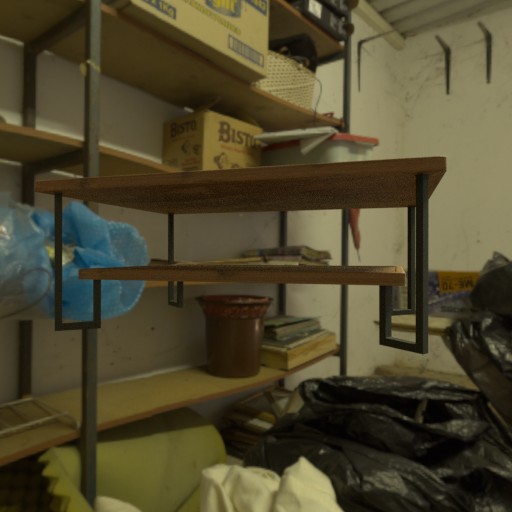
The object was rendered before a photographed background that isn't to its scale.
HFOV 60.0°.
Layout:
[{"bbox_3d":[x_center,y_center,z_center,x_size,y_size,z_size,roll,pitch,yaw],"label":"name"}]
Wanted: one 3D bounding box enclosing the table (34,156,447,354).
[{"bbox_3d":[0.000,0.000,1.671,1.238,0.492,0.877,0,0,17],"label":"table"}]
